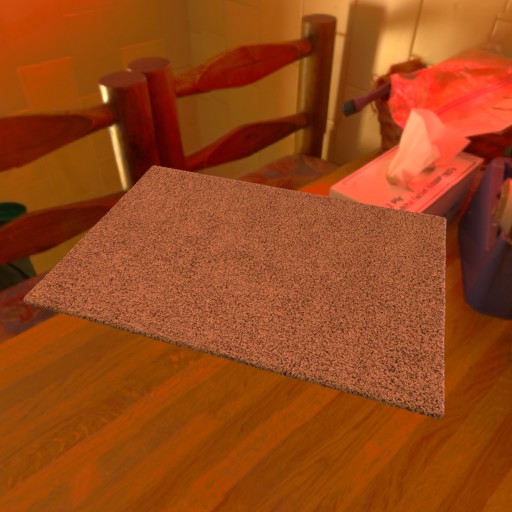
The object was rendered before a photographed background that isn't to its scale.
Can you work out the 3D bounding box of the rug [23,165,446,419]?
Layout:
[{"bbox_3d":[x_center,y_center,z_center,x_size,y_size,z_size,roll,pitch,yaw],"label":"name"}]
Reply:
[{"bbox_3d":[0.000,0.000,2.186,1.778,0.030,1.219,12,43,13],"label":"rug"}]
